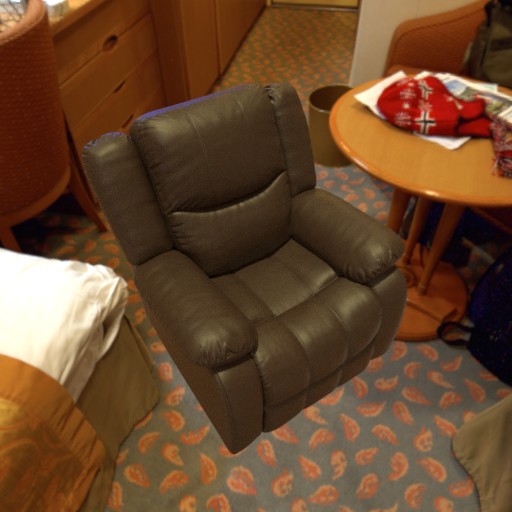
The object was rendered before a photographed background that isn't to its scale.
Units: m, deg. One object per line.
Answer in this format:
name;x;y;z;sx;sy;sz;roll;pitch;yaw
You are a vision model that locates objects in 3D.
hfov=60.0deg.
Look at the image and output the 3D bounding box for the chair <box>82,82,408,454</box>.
chair;0.000;0.000;1.697;0.899;1.009;0.934;-26;51;-23
